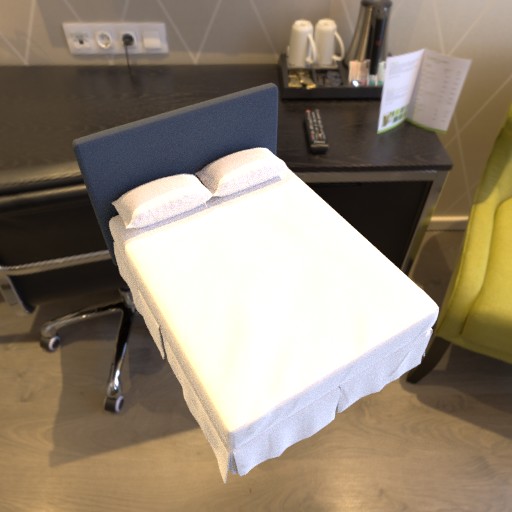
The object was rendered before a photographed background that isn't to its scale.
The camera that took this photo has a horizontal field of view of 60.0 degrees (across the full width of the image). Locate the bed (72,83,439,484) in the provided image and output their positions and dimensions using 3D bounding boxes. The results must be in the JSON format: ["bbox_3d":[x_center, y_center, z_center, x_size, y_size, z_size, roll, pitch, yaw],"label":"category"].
[{"bbox_3d":[0.000,0.000,3.173,1.713,1.330,2.162,-24,52,-21],"label":"bed"}]
